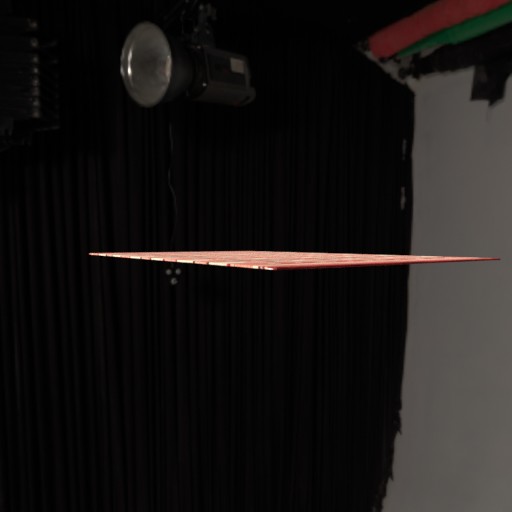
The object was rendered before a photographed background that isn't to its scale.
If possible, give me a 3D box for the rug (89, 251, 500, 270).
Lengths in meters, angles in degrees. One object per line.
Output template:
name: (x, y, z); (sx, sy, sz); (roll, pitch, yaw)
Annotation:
rug: (0.000, 0.000, 2.951); (1.535, 0.010, 2.431); (-1, 2, -35)
